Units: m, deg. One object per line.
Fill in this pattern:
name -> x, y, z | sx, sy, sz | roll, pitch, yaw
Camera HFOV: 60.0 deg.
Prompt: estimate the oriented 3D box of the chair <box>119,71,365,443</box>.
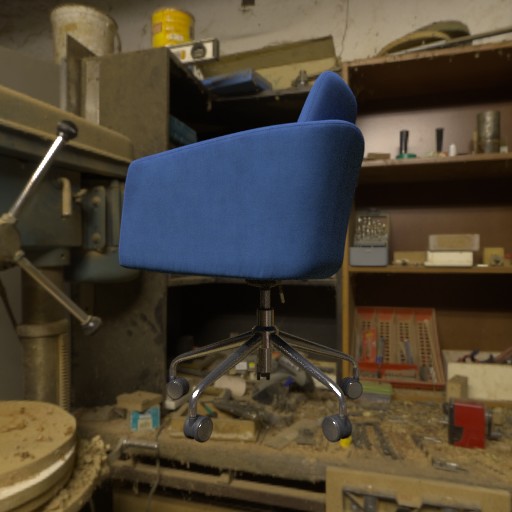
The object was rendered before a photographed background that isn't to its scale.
chair -> 0.000, 0.000, 1.339 | 0.635, 0.908, 0.641 | 0, 0, 18
